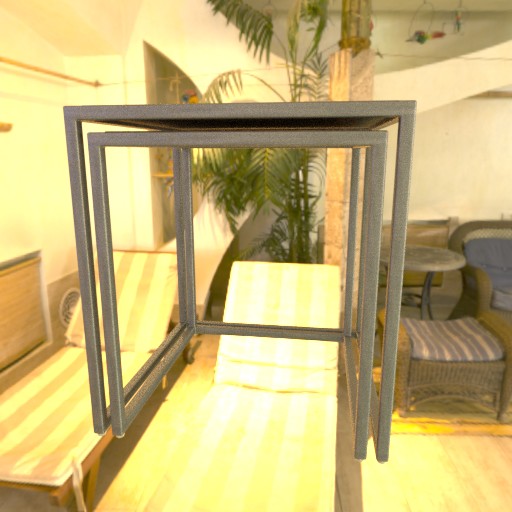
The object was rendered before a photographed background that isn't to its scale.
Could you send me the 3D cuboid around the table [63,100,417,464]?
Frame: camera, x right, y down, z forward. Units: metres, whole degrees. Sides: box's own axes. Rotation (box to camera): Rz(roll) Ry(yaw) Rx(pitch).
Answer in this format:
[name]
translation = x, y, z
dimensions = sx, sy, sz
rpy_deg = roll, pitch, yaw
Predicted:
[table]
translation = 0.000, 0.000, 0.824
dimensions = 0.450, 0.500, 0.449
rpy_deg = 2, 13, 8
